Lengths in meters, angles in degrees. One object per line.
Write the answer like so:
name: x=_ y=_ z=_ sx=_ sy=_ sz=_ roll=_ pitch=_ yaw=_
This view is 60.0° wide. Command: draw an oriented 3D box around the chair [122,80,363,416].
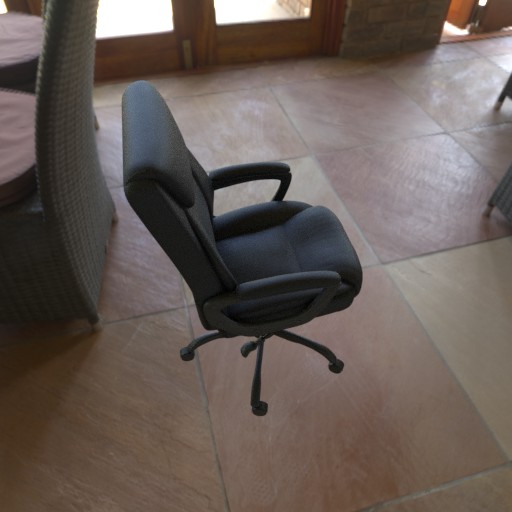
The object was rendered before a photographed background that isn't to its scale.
chair: x=0.000 y=0.000 z=1.452 sx=0.655 sy=1.072 sz=0.615 roll=-9 pitch=47 yaw=-8
